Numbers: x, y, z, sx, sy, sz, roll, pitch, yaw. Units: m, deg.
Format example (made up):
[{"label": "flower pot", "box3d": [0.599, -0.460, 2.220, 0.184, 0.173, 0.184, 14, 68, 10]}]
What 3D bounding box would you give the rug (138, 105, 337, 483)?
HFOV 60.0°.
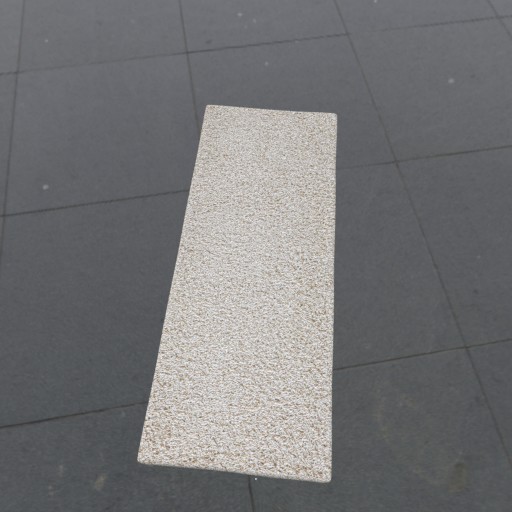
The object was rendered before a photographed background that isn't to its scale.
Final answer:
[{"label": "rug", "box3d": [0.000, 0.000, 1.723, 0.609, 0.030, 1.524, 5, 63, 2]}]
